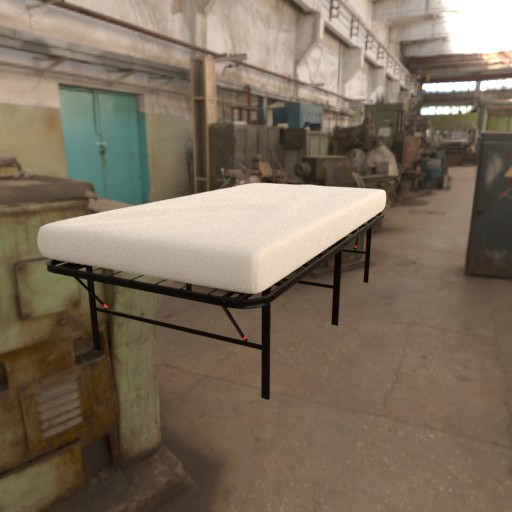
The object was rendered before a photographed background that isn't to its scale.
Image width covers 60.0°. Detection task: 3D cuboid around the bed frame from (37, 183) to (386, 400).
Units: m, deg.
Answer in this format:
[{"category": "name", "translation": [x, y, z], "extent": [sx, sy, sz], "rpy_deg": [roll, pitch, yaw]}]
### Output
[{"category": "bed frame", "translation": [0.000, 0.000, 2.385], "extent": [0.989, 0.619, 1.903], "rpy_deg": [8, 17, 26]}]
